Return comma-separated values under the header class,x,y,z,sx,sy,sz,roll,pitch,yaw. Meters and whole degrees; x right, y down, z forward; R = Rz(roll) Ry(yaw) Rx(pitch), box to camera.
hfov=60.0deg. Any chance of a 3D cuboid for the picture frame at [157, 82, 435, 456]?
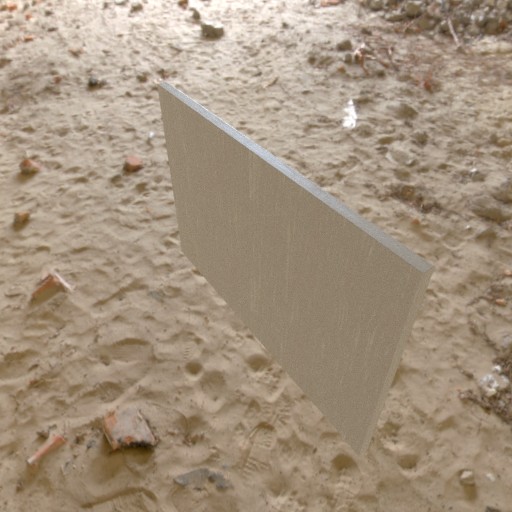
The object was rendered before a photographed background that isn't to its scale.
class,x,y,z,sx,sy,sz,roll,pitch,yaw
picture frame,0.000,0.000,1.199,0.029,0.640,0.950,-25,48,-25
